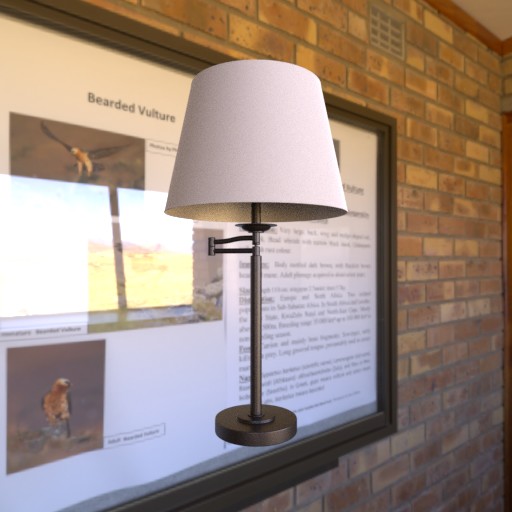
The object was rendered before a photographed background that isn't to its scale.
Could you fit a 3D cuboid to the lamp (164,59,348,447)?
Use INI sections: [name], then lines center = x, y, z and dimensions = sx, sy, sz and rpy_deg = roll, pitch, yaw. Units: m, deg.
[lamp]
center = 0.000, 0.000, 0.891
dimensions = 0.363, 0.696, 0.363
rpy_deg = 0, -1, 0
